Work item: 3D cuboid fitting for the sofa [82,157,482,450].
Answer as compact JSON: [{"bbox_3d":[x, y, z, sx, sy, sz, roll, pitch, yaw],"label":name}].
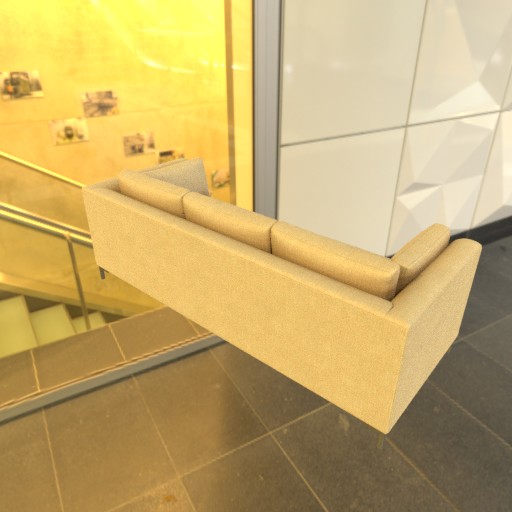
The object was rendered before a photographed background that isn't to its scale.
[{"bbox_3d":[0.000,0.000,2.899,2.415,0.867,0.969,23,36,35],"label":"sofa"}]
